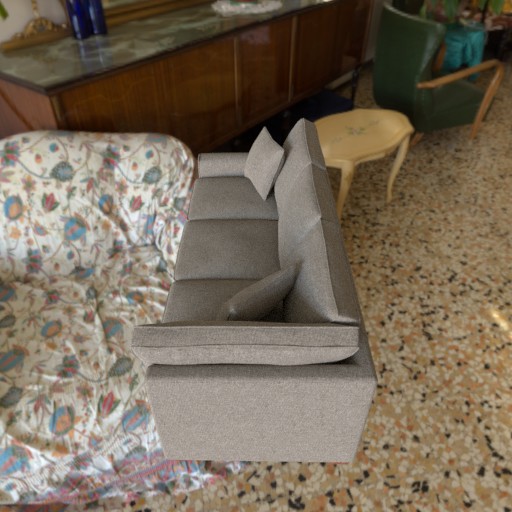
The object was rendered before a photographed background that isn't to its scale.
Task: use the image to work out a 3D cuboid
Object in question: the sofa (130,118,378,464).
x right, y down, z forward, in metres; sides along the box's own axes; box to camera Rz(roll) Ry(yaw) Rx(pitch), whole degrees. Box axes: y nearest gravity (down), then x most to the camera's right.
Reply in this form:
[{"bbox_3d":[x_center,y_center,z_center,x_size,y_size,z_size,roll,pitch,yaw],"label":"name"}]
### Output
[{"bbox_3d":[0.000,0.000,2.895,1.061,0.962,2.317,0,40,0],"label":"sofa"}]
